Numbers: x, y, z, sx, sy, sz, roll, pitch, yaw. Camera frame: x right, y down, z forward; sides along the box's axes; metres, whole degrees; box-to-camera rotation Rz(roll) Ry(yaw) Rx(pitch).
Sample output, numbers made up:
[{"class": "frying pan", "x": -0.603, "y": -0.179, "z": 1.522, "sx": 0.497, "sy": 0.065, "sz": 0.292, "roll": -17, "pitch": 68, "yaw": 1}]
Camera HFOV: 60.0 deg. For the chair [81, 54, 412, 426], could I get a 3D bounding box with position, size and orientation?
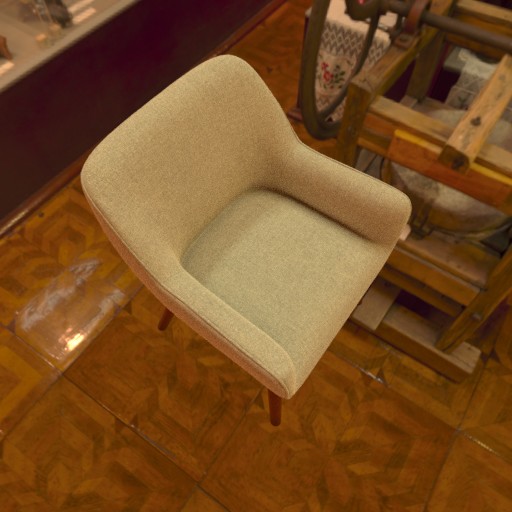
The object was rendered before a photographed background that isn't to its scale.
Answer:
[{"class": "chair", "x": 0.000, "y": 0.000, "z": 1.265, "sx": 0.610, "sy": 0.813, "sz": 0.610, "roll": 32, "pitch": 64, "yaw": 18}]
